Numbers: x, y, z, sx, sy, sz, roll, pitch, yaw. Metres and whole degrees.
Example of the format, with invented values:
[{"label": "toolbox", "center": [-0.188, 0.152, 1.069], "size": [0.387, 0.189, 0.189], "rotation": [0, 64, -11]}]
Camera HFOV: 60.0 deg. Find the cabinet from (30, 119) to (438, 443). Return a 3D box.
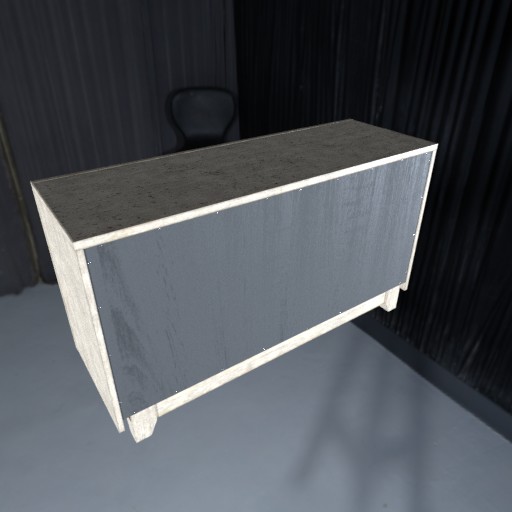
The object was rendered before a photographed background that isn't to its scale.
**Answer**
[{"label": "cabinet", "center": [0.000, 0.000, 1.848], "size": [1.460, 0.825, 0.511], "rotation": [-20, 36, -29]}]
